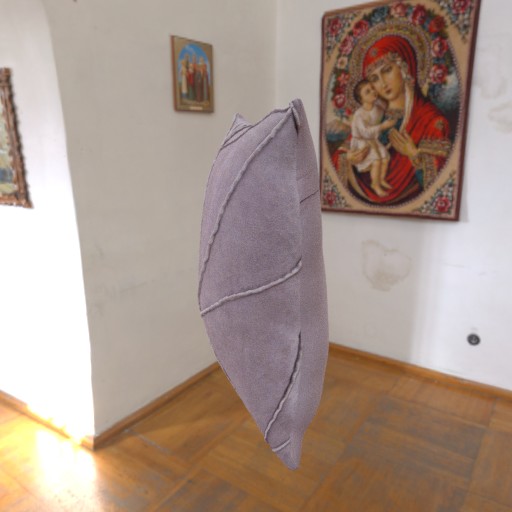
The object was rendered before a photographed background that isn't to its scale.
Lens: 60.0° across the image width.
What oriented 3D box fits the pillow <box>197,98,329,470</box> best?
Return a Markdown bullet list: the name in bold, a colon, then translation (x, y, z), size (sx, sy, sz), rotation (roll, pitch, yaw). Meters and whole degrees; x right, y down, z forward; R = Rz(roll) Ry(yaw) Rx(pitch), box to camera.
- **pillow**: translation (0.000, 0.000, 0.684), size (0.185, 0.440, 0.439), rotation (-3, 15, -10)
